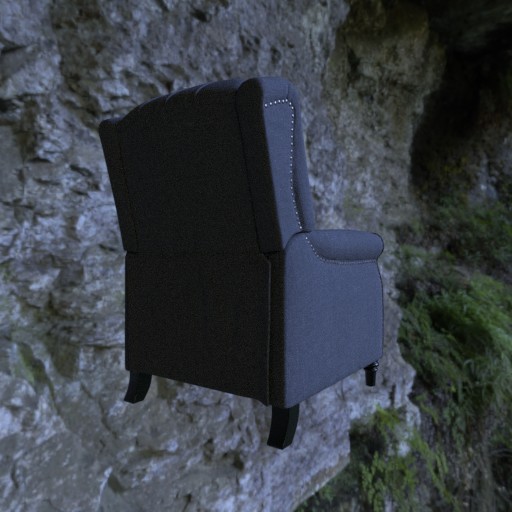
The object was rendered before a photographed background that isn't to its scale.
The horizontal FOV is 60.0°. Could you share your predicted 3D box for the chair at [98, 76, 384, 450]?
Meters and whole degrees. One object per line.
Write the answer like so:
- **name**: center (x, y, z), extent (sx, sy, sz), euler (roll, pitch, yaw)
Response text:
- **chair**: center (0.000, 0.000, 1.643), extent (0.742, 1.035, 0.898), euler (0, 1, 36)
